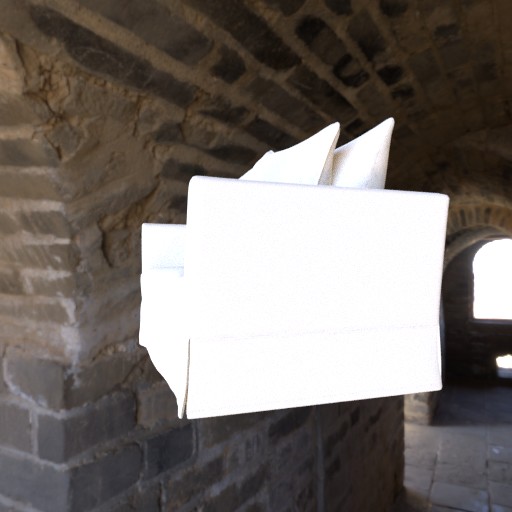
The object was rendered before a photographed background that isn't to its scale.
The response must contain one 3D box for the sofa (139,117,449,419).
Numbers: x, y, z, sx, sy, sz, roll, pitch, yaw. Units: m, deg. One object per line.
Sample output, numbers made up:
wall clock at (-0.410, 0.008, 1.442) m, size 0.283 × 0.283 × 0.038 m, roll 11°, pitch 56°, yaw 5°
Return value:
sofa at (0.000, 0.000, 2.227) m, size 1.026 × 1.039 × 1.608 m, roll 1°, pitch -2°, yaw -20°
